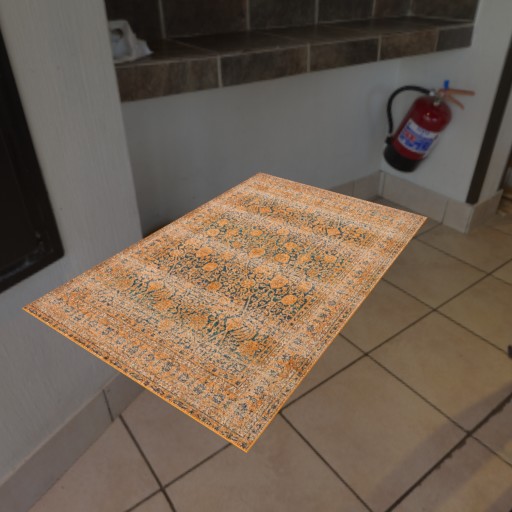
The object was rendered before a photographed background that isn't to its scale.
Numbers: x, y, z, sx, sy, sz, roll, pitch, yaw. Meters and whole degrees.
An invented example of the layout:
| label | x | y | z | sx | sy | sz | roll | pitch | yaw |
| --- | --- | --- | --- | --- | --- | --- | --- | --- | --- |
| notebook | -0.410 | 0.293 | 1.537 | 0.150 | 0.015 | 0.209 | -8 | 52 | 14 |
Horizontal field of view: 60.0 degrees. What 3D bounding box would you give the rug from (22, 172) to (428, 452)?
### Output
| label | x | y | z | sx | sy | sz | roll | pitch | yaw |
| --- | --- | --- | --- | --- | --- | --- | --- | --- | --- |
| rug | 0.000 | 0.000 | 2.891 | 1.525 | 0.007 | 2.336 | 21 | 39 | 28 |
